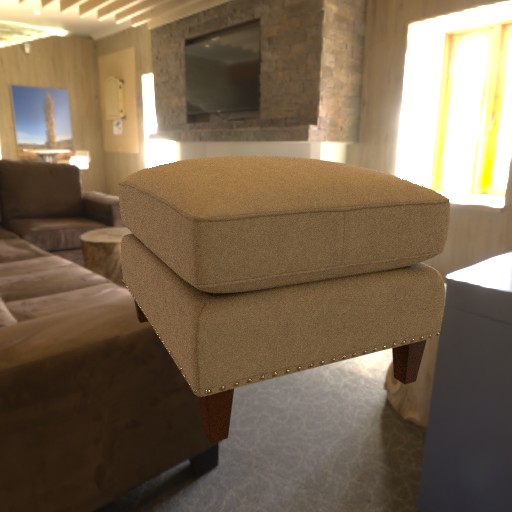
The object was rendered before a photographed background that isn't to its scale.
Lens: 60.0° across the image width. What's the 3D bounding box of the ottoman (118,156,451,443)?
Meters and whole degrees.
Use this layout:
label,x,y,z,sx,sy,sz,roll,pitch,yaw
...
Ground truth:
label,x,y,z,sx,sy,sz,roll,pitch,yaw
ottoman,0.000,0.000,1.164,0.584,0.513,0.741,-7,16,-25
